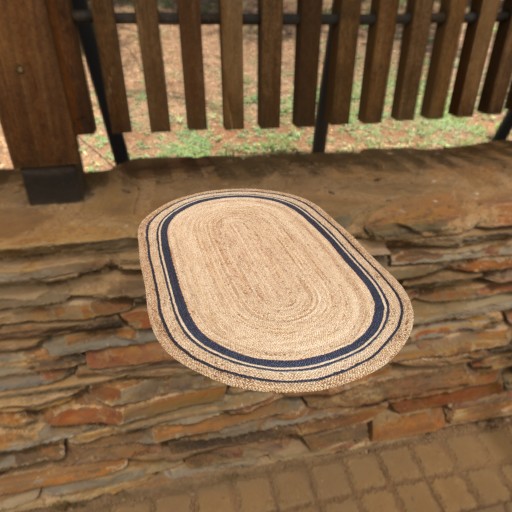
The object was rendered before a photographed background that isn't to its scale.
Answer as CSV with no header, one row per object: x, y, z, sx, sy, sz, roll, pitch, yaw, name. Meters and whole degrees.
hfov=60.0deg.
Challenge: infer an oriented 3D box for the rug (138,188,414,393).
0.000,0.000,3.011,1.520,0.006,2.432,-9,32,-15,rug
